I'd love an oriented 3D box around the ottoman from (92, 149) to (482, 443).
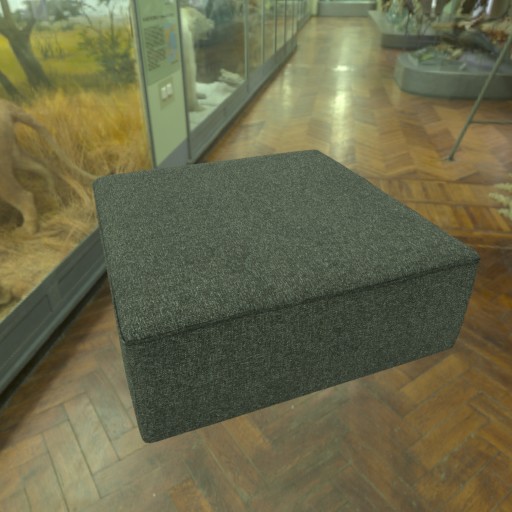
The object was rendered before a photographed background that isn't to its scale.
[{"bbox_3d":[0.000,0.000,1.579,1.021,0.423,1.017,-11,33,-17],"label":"ottoman"}]
